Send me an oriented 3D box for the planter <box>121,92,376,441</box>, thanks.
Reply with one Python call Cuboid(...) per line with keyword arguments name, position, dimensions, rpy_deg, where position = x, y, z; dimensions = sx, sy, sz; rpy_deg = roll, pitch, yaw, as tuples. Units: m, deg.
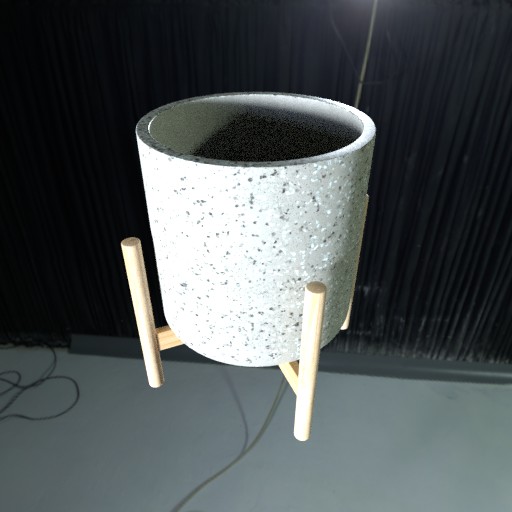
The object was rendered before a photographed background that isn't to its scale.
Cuboid(name="planter", position=(0.000, 0.000, 0.689), dimensions=(0.360, 0.419, 0.360), rpy_deg=(0, 34, 0))
